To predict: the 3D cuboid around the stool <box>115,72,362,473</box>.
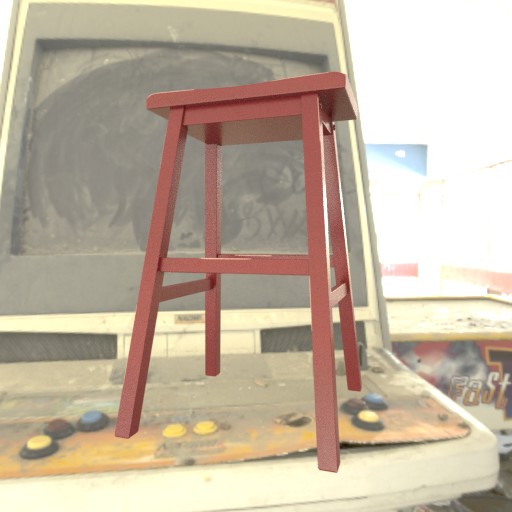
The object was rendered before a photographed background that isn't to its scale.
[{"bbox_3d":[0.000,0.000,1.056,0.457,0.737,0.476,1,2,18],"label":"stool"}]
